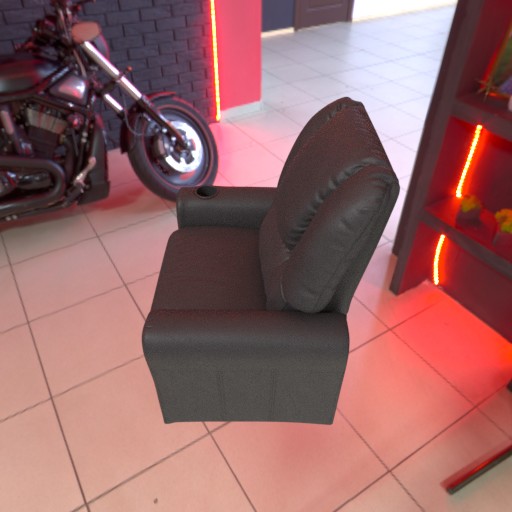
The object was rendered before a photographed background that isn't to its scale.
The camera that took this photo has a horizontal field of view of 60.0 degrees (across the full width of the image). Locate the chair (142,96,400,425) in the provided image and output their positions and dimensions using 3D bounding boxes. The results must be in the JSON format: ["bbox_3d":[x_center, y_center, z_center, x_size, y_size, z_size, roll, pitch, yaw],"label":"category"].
[{"bbox_3d":[0.000,0.000,1.134,0.521,0.709,0.610,0,41,0],"label":"chair"}]
